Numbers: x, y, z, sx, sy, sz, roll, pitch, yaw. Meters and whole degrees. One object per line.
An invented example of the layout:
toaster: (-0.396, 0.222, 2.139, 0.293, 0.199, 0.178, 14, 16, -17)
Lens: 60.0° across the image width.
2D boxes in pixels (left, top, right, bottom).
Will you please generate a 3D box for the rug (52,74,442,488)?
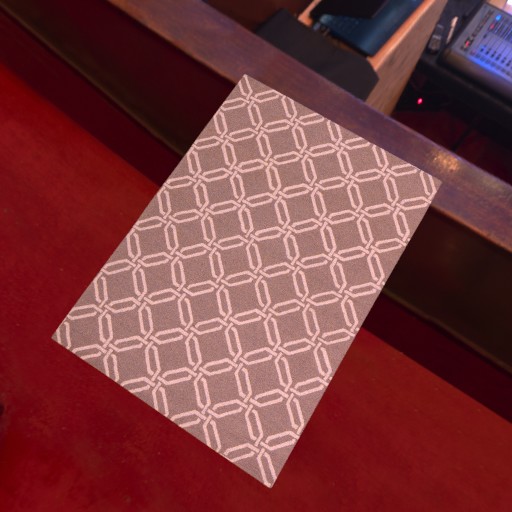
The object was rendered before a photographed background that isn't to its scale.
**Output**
rug: (0.000, 0.000, 4.392, 2.441, 0.020, 3.419, 31, 77, 8)
